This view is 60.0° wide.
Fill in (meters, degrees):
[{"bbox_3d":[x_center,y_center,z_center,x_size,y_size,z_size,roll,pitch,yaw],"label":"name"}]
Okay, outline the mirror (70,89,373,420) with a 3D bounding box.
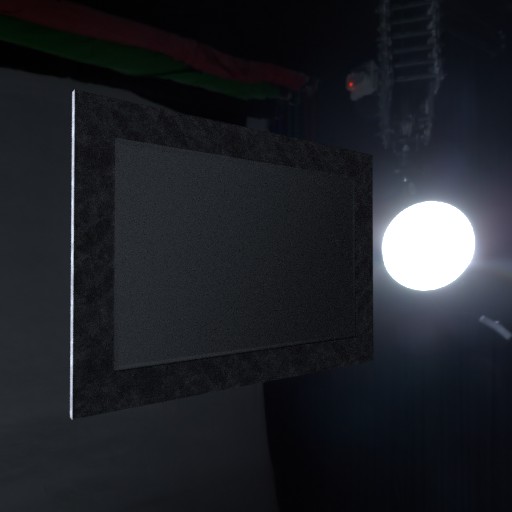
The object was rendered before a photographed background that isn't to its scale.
[{"bbox_3d":[0.000,0.000,1.399,1.101,0.795,0.022,1,-1,-36],"label":"mirror"}]
